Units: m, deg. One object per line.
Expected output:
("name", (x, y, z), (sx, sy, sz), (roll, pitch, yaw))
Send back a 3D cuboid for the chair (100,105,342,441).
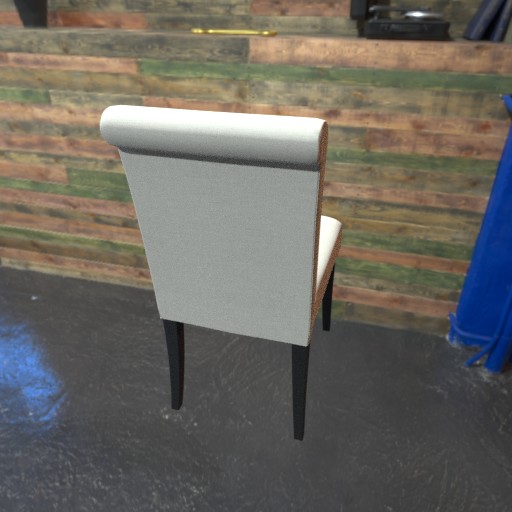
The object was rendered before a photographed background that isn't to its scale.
("chair", (0.000, 0.000, 1.344), (0.452, 0.976, 0.708), (8, 31, 14))
